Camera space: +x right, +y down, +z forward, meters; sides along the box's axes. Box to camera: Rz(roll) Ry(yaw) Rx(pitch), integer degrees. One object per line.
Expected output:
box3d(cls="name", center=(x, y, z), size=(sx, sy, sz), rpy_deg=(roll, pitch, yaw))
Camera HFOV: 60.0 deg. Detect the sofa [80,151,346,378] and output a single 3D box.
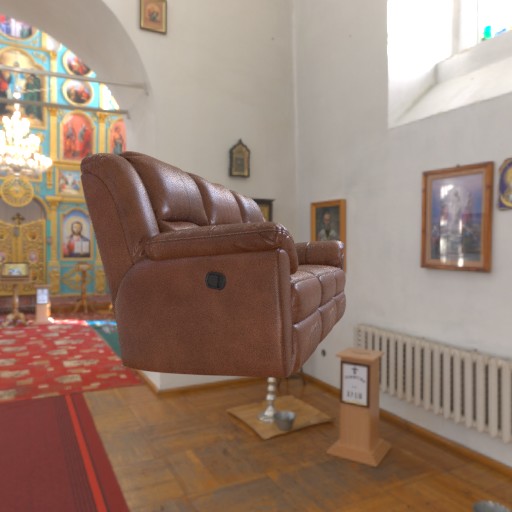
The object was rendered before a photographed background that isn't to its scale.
box3d(cls="sofa", center=(0.000, 0.000, 2.870), size=(0.991, 1.043, 2.337), rpy_deg=(0, 0, 17))
